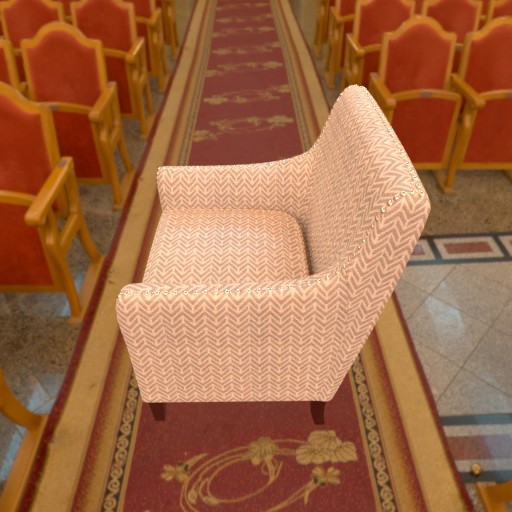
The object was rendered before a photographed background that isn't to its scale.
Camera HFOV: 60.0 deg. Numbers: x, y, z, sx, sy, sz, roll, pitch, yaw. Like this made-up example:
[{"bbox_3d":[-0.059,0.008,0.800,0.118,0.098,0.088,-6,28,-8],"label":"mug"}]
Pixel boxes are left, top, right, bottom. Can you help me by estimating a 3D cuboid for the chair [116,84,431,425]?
[{"bbox_3d":[0.000,0.000,1.293,0.651,0.816,0.623,0,40,-1],"label":"chair"}]
